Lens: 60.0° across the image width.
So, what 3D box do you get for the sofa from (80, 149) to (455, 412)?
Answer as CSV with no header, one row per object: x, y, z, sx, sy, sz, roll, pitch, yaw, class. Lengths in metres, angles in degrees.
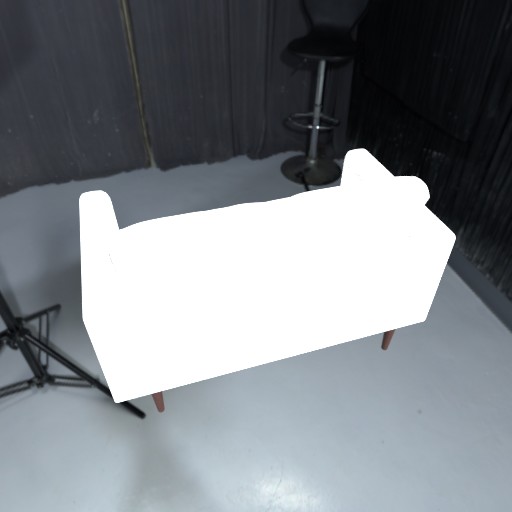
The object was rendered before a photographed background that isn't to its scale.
0.000,0.000,2.024,1.430,0.908,0.796,-12,42,-13,sofa
